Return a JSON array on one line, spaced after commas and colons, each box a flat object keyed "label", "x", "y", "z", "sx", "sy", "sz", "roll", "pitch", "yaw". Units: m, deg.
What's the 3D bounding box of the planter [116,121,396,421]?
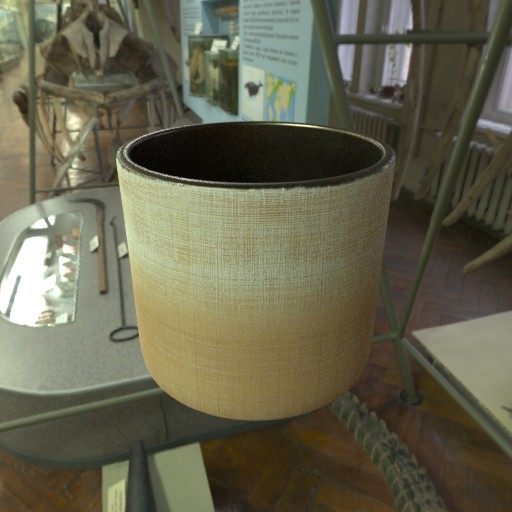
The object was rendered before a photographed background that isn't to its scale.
[{"label": "planter", "x": 0.000, "y": 0.000, "z": 0.400, "sx": 0.221, "sy": 0.201, "sz": 0.221, "roll": 0, "pitch": 27, "yaw": 0}]
